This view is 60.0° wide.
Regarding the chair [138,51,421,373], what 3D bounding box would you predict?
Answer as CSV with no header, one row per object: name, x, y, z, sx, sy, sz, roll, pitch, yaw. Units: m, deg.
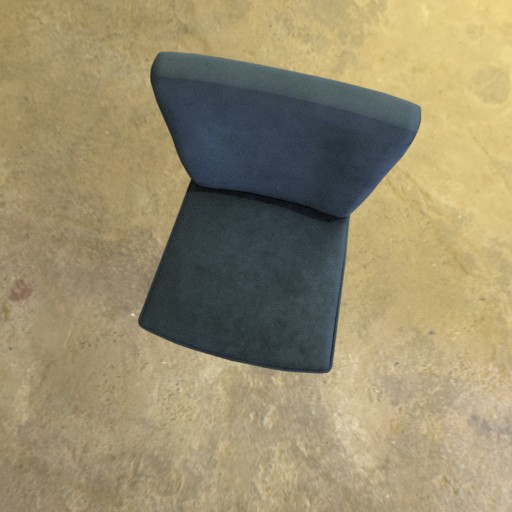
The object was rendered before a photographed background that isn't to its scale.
chair,0.000,0.000,1.164,0.521,0.806,0.551,13,76,3
